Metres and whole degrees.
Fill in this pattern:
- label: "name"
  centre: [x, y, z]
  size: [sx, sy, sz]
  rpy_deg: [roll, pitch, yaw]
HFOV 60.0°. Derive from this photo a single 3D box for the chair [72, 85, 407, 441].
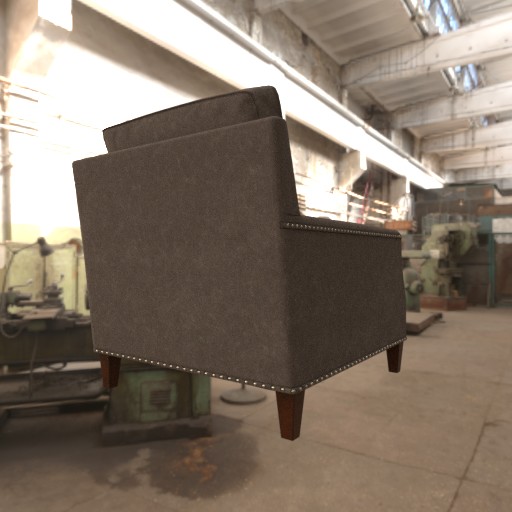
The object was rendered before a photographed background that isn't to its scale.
- label: "chair"
  centre: [0.000, 0.000, 1.685]
  size: [0.853, 0.948, 1.014]
  rpy_deg: [0, 0, 36]
